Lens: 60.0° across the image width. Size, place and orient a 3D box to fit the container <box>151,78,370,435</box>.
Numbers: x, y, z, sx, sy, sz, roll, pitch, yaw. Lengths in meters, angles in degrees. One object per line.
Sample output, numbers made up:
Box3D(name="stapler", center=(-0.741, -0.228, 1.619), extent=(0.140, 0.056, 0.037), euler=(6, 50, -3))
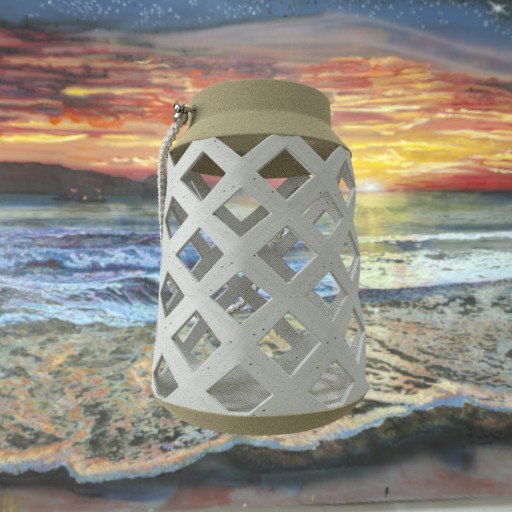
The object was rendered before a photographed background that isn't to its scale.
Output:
Box3D(name="container", center=(0.000, 0.000, 0.343), extent=(0.163, 0.229, 0.172), euler=(1, -2, -36))
